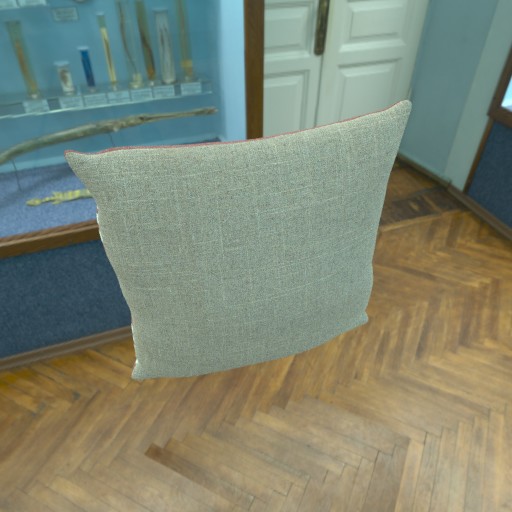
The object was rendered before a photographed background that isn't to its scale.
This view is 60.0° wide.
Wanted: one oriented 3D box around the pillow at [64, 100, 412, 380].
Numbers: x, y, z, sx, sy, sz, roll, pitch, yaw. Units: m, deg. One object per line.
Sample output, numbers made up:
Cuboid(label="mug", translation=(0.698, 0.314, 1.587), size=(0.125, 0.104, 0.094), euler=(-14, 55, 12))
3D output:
Cuboid(label="pillow", translation=(0.000, 0.000, 0.663), size=(0.439, 0.427, 0.182), euler=(-11, 42, -13))
